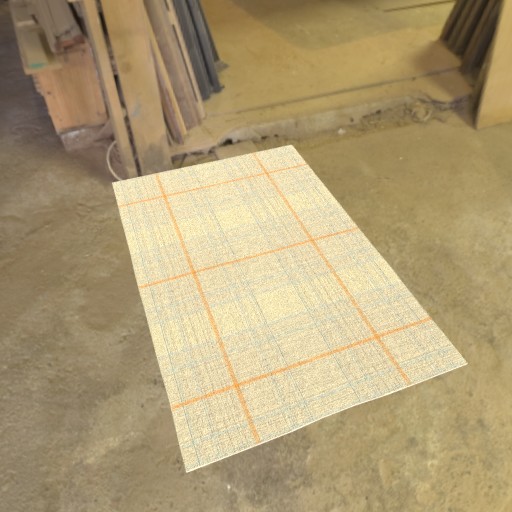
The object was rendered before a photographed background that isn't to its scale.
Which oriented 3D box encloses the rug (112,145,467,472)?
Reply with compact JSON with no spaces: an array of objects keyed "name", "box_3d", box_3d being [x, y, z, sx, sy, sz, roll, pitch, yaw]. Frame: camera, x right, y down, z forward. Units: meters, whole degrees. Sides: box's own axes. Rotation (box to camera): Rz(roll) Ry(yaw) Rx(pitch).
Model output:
[{"name":"rug","box_3d":[0.000,0.000,2.319,1.232,0.015,1.825,-15,48,-14]}]
